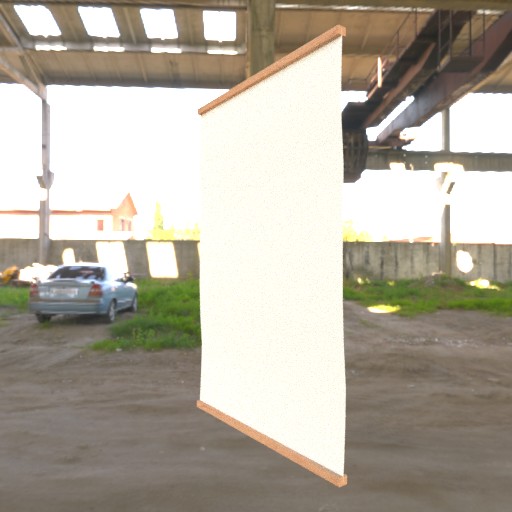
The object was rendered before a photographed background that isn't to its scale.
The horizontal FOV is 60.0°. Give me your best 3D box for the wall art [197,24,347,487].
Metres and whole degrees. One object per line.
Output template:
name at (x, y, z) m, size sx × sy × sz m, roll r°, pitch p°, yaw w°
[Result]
wall art at (0.000, 0.000, 0.626) m, size 0.012 × 0.508 × 0.332 m, roll 1°, pitch -1°, yaw -35°
